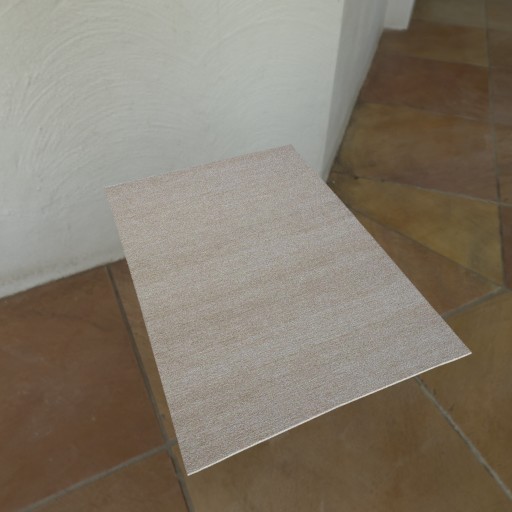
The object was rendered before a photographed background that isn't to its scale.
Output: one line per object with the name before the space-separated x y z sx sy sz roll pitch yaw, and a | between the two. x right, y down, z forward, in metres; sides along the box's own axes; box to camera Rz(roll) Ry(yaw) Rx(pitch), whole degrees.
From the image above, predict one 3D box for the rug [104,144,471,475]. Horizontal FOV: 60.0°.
rug | 0.000 0.000 3.678 2.032 0.038 2.869 -17 48 -15
